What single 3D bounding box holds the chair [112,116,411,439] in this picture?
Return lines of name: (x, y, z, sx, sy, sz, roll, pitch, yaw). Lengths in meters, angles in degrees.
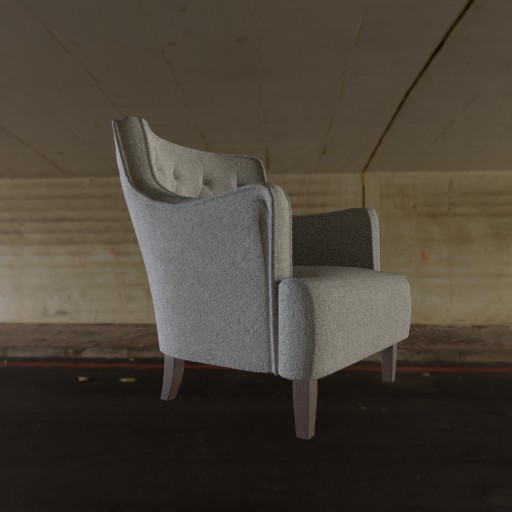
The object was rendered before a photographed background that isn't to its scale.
chair: (0.000, 0.000, 1.571, 0.910, 0.920, 0.820, -1, -1, 35)
